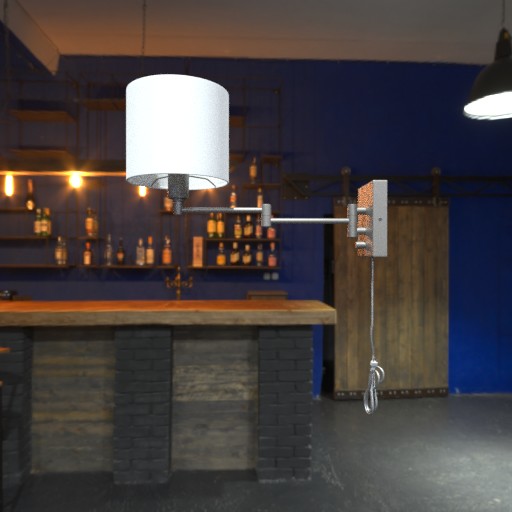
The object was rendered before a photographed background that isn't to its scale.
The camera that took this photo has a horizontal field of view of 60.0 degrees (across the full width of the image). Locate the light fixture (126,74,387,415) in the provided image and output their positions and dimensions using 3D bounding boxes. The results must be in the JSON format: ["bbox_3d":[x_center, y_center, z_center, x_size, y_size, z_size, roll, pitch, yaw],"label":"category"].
[{"bbox_3d":[0.000,0.000,0.901,0.516,0.651,0.203,0,0,-1],"label":"light fixture"}]
